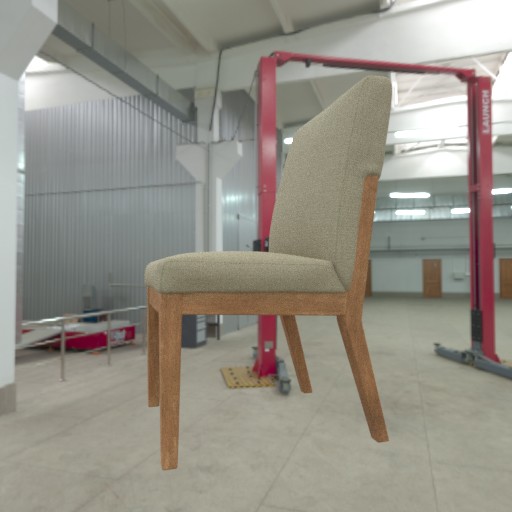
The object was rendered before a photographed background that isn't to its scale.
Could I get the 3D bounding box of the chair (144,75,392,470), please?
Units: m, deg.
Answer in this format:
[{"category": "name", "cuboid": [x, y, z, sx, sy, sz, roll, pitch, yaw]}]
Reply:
[{"category": "chair", "cuboid": [0.000, 0.000, 1.240, 0.586, 0.911, 0.507, 1, -2, -17]}]
